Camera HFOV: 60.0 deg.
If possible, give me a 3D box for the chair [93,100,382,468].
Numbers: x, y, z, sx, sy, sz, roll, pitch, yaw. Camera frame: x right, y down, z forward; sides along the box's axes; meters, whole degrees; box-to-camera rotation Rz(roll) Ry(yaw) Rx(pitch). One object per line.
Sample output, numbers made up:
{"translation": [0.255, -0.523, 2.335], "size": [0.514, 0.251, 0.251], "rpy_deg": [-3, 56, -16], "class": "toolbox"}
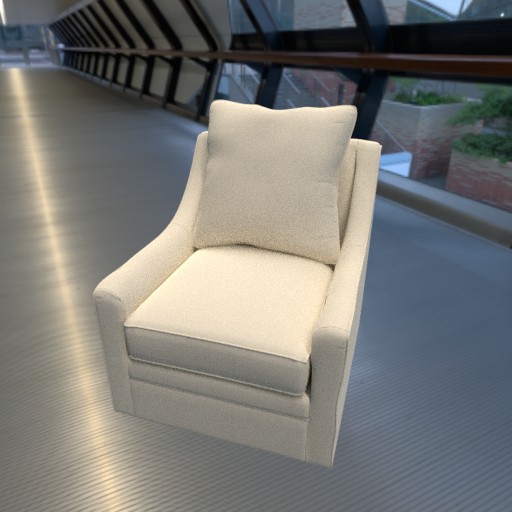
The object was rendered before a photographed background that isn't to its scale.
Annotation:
{"translation": [0.000, 0.000, 1.580], "size": [0.756, 0.965, 0.876], "rpy_deg": [8, 27, 16], "class": "chair"}
